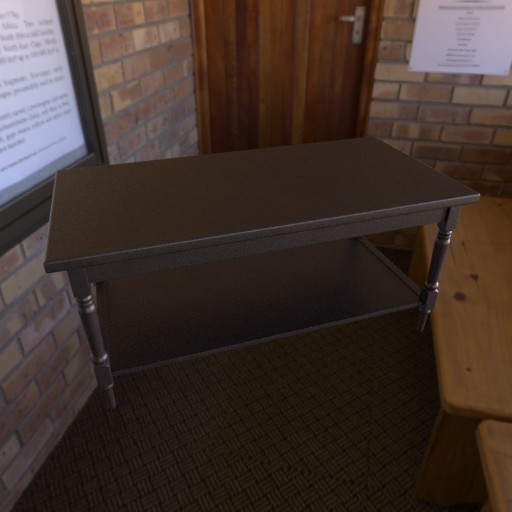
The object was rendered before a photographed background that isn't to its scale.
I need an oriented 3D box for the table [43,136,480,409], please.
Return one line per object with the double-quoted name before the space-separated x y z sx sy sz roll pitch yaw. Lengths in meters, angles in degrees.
"table" 0.000 0.000 1.415 1.107 0.510 0.550 -10 33 -15
